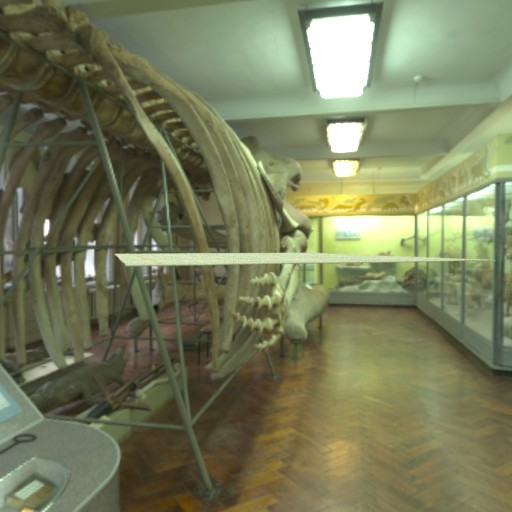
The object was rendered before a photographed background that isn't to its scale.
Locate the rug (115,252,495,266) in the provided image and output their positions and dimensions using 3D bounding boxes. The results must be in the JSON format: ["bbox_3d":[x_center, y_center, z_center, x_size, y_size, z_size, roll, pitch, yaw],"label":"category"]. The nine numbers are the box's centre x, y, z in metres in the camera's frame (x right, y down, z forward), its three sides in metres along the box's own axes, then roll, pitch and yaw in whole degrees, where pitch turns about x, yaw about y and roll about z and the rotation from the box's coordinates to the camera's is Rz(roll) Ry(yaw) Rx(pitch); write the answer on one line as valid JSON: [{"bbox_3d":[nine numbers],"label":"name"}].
[{"bbox_3d":[0.000,0.000,4.095,2.448,0.021,3.051,0,1,-19],"label":"rug"}]
